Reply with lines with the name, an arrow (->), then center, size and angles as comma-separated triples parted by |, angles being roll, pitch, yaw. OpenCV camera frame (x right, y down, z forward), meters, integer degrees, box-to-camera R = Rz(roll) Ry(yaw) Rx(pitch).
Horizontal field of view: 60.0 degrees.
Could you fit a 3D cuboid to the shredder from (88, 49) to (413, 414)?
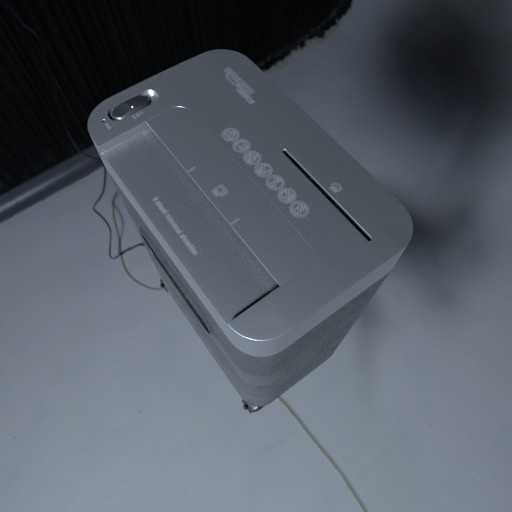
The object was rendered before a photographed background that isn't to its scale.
shredder -> 0.000, 0.000, 0.611 | 0.237, 0.419, 0.311 | -33, 67, -16
